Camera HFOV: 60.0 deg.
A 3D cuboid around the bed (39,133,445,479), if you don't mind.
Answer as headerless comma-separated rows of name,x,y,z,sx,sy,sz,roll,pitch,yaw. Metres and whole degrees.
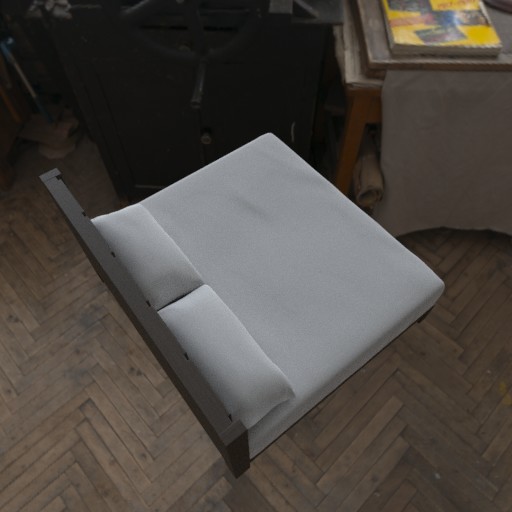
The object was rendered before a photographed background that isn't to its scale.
bed,0.000,0.000,3.372,2.012,1.270,2.134,-33,63,-19
